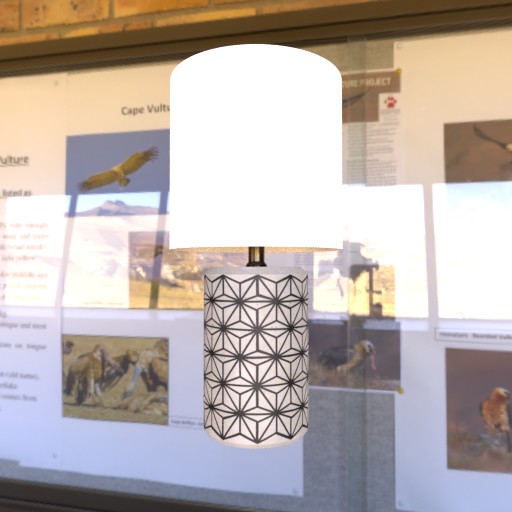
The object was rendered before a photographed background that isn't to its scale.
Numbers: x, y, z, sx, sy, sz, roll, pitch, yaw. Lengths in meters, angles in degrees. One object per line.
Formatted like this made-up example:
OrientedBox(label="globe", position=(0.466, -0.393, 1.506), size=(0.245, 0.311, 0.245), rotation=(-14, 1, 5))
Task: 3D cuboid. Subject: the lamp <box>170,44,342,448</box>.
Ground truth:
OrientedBox(label="lamp", position=(0.000, 0.000, 0.538), size=(0.206, 0.416, 0.206), rotation=(0, -1, -19))
